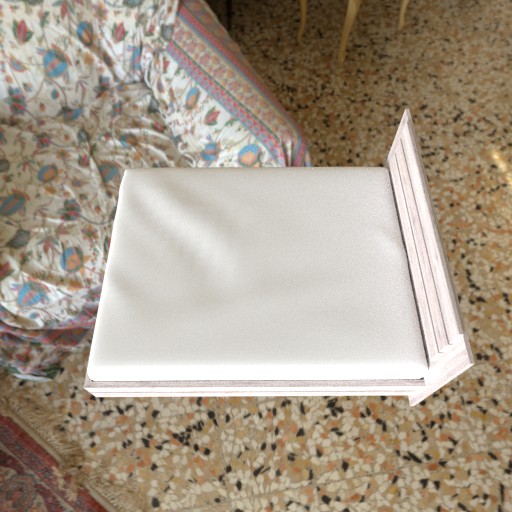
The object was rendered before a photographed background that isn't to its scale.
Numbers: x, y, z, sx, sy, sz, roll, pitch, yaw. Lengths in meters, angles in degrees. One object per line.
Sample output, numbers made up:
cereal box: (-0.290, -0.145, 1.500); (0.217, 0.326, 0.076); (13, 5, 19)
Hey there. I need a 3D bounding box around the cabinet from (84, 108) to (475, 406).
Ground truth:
cabinet: (0.000, 0.000, 2.957); (2.080, 0.970, 1.750); (0, 60, 0)
